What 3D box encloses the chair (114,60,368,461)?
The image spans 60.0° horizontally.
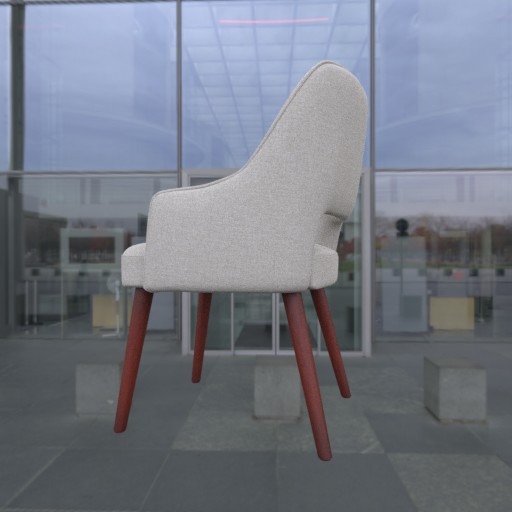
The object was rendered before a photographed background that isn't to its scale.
[{"bbox_3d":[0.000,0.000,1.183,0.580,0.840,0.560,0,0,17],"label":"chair"}]
